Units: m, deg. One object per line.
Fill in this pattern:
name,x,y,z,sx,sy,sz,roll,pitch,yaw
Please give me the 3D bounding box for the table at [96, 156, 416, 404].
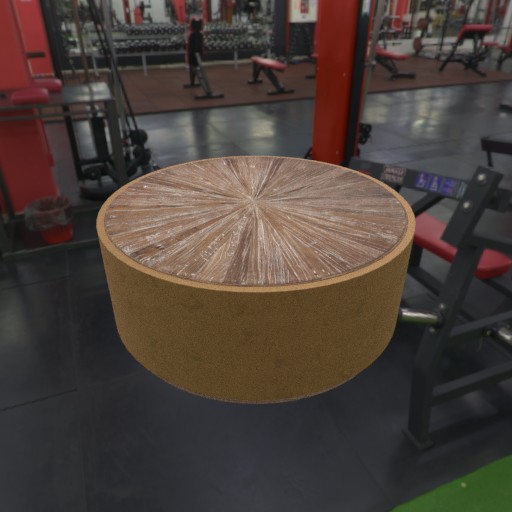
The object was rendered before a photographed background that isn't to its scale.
table,0.000,0.000,1.555,1.001,0.409,1.001,0,31,0
